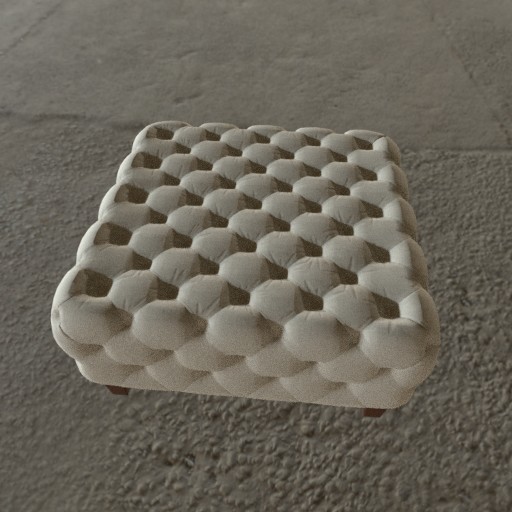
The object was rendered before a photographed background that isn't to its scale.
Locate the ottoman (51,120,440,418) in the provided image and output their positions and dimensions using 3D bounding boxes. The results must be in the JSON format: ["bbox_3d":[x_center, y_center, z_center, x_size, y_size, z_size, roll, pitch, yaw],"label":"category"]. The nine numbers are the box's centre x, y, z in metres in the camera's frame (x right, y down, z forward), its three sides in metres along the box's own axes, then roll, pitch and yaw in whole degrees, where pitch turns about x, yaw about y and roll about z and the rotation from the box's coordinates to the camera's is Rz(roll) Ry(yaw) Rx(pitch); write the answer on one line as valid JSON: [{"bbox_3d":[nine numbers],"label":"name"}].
[{"bbox_3d":[0.000,0.000,1.170,0.755,0.376,0.753,4,46,4],"label":"ottoman"}]
